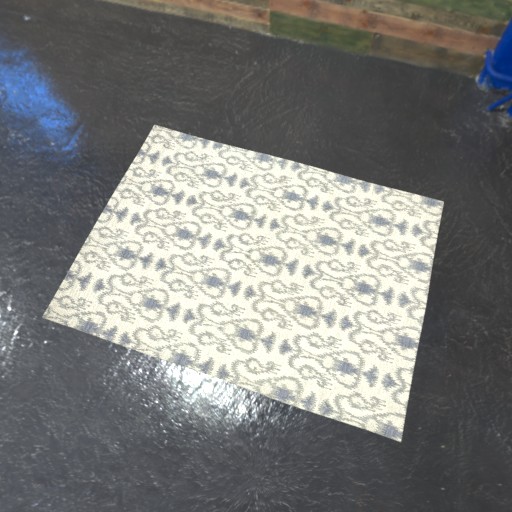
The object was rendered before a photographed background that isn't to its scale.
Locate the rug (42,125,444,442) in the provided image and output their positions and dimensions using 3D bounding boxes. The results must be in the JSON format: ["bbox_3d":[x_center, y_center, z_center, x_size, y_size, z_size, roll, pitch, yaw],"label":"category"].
[{"bbox_3d":[0.000,0.000,2.957,2.261,0.013,1.676,17,64,8],"label":"rug"}]
